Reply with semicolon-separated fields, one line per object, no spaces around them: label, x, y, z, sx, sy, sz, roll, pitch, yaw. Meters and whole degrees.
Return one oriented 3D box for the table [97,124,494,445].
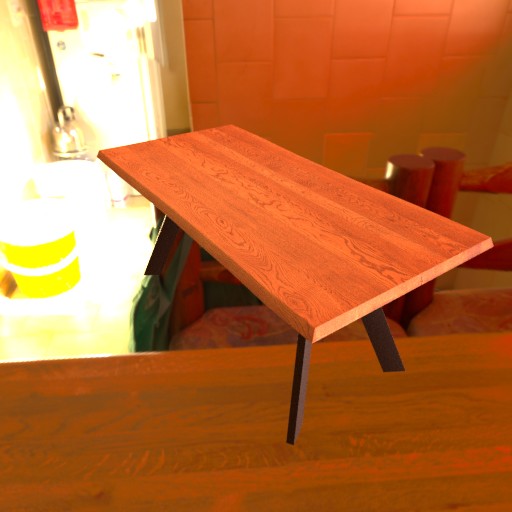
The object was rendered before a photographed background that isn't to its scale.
table;0.000;0.000;2.238;0.900;0.770;1.800;-21;38;-29
